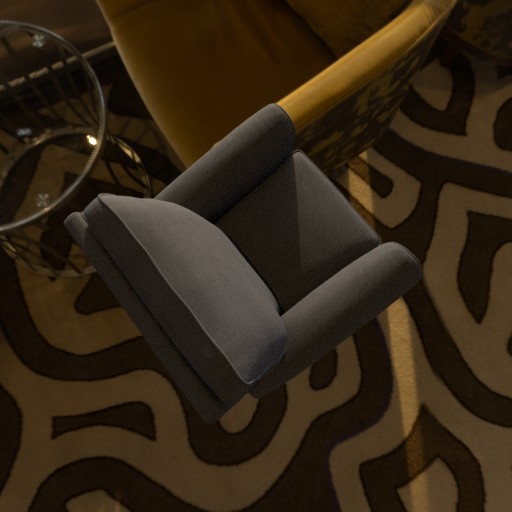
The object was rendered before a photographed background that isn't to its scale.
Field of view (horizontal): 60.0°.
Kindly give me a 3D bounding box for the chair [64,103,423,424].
[{"bbox_3d":[0.000,0.000,1.653,0.878,0.961,0.890,-37,79,-9],"label":"chair"}]
